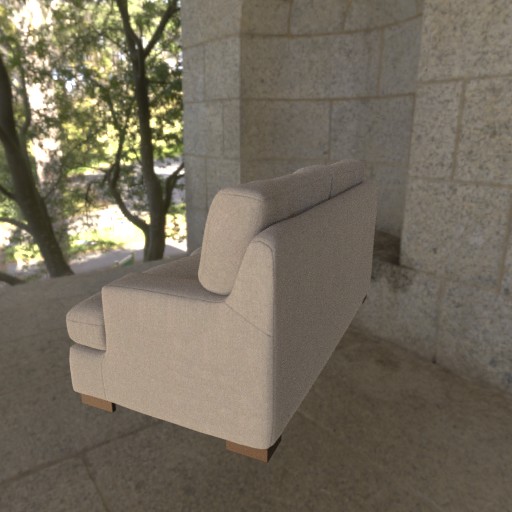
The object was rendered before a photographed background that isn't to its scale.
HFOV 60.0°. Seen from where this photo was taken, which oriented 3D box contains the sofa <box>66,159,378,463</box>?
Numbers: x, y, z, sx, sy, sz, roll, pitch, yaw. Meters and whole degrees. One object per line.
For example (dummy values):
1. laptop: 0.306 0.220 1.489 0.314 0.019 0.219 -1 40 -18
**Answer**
1. sofa: 0.000 0.000 2.409 0.962 0.980 1.855 7 17 24
